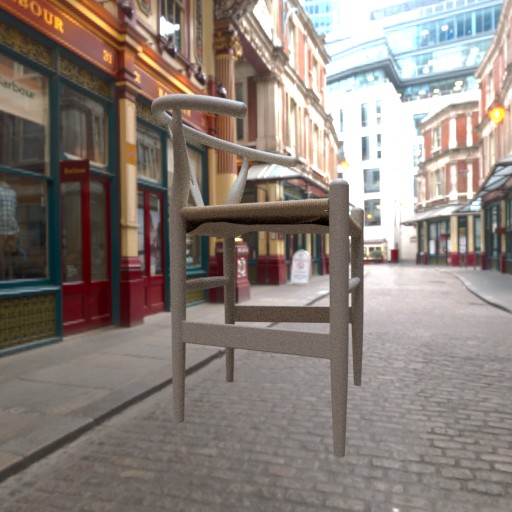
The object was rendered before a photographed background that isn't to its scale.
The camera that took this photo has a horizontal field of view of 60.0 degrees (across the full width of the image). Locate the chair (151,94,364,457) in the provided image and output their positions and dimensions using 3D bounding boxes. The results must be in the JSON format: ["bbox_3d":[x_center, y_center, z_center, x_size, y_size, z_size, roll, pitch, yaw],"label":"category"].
[{"bbox_3d":[0.000,0.000,1.109,0.500,0.736,0.533,0,0,17],"label":"chair"}]
